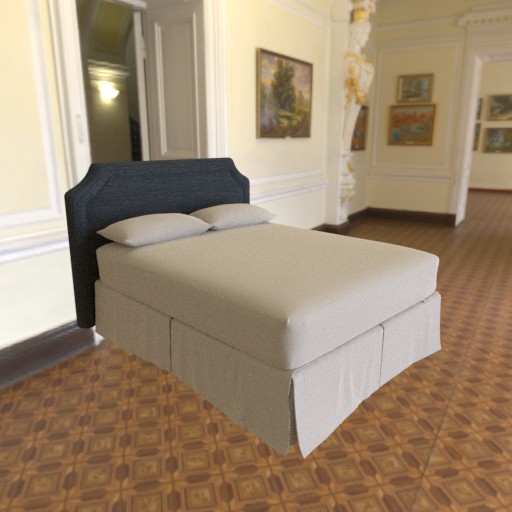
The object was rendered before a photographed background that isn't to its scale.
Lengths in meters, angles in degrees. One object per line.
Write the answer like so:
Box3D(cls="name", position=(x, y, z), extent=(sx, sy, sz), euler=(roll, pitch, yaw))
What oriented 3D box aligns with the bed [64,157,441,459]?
Box3D(cls="bed", position=(0.000, 0.000, 3.217), extent=(1.828, 1.297, 2.208), euler=(-14, 21, -43))
